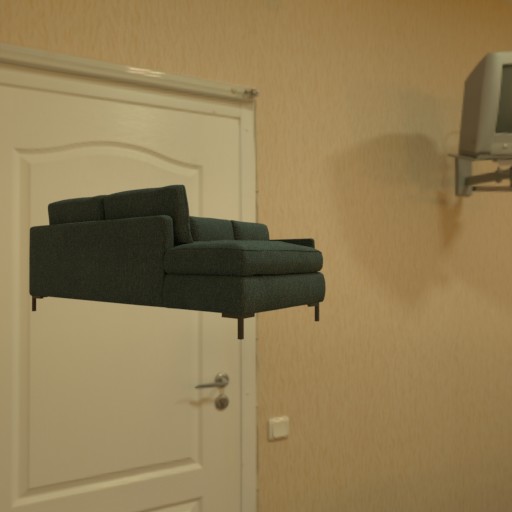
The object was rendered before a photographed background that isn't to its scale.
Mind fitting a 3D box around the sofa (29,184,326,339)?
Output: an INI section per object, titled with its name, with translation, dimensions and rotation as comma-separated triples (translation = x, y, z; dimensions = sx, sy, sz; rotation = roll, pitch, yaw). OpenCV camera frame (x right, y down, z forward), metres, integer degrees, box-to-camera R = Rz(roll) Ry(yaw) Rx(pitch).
[sofa]
translation = 0.000, 0.000, 3.805
dimensions = 2.007, 0.815, 2.949
rotation = 0, -1, 36
